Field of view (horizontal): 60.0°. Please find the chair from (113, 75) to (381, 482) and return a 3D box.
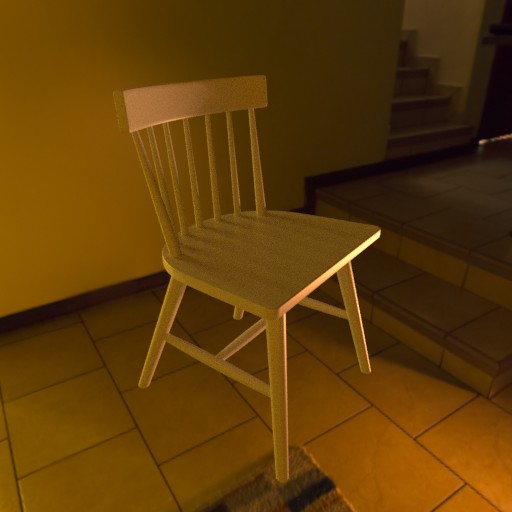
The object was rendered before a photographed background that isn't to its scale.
[{"bbox_3d":[0.000,0.000,1.091,0.500,0.787,0.483,18,32,33],"label":"chair"}]
